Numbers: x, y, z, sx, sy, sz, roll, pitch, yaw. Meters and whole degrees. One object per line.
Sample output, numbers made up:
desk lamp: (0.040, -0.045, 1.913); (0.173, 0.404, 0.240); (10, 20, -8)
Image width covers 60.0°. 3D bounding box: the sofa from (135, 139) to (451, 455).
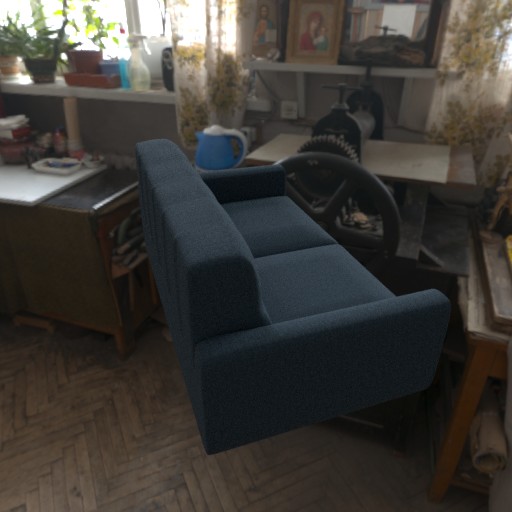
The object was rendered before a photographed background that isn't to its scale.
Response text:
sofa: (0.000, 0.000, 2.190); (0.942, 0.896, 1.651); (-10, 32, -17)
